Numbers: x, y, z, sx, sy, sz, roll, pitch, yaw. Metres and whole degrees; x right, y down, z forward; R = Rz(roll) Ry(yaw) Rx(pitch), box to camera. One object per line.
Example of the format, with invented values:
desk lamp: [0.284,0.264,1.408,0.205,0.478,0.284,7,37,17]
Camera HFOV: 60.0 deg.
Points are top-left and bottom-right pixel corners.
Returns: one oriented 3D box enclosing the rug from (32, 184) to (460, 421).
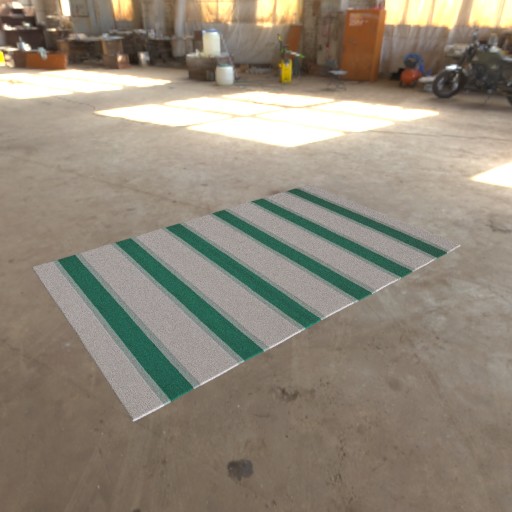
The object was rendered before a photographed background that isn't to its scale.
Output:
rug: [0.000,0.000,2.951,2.436,0.015,1.521,-21,36,-32]
